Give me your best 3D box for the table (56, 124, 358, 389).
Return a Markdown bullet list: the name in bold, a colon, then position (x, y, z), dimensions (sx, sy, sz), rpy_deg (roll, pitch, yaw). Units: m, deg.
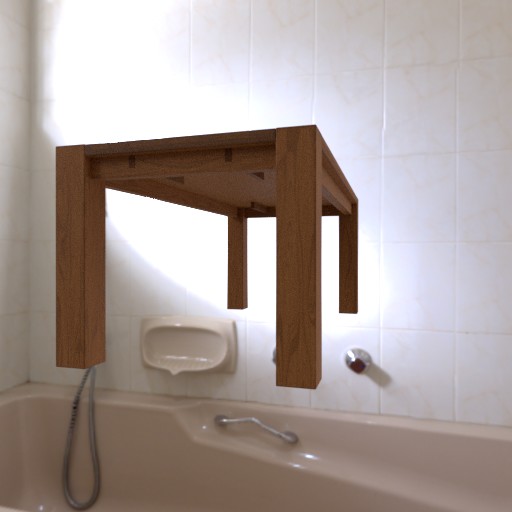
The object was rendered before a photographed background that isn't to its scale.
- **table**: position (0.000, 0.000, 2.258), dimensions (0.900, 0.760, 1.800), rpy_deg (0, 0, 17)
